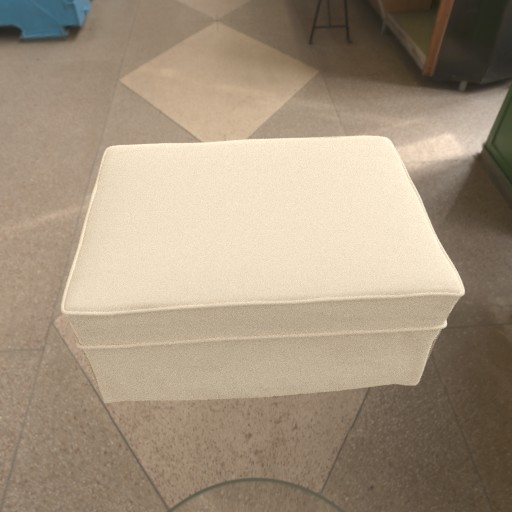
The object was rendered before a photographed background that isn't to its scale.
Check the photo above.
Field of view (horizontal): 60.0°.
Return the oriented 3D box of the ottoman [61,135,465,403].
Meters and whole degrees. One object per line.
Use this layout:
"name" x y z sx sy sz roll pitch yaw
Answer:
"ottoman" 0.000 0.000 1.327 0.944 0.479 0.703 -3 48 -3
